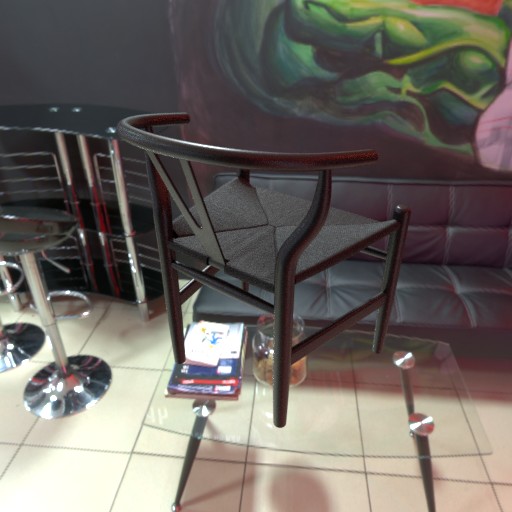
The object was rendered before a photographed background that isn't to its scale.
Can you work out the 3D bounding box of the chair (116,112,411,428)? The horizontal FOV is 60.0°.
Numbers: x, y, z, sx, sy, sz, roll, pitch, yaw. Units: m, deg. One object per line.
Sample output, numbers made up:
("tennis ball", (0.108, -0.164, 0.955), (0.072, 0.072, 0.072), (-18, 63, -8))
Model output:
("chair", (0.000, 0.000, 1.137), (0.569, 0.730, 0.579), (21, 36, 32))
